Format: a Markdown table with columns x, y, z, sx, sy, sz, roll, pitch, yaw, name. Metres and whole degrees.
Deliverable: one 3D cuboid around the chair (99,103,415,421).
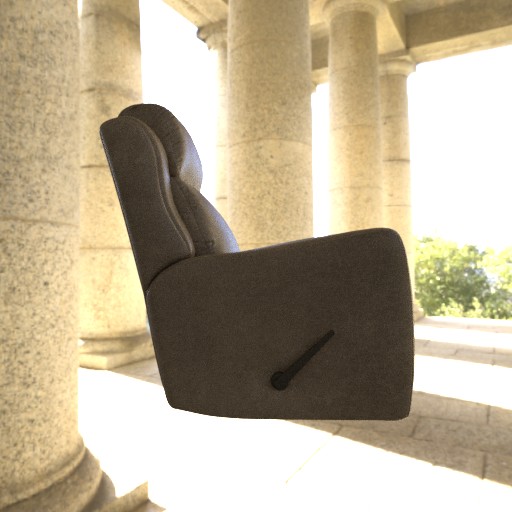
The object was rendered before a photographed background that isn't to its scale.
| x | y | z | sx | sy | sz | roll | pitch | yaw | name |
| --- | --- | --- | --- | --- | --- | --- | --- | --- | --- |
| 0.000 | 0.000 | 1.883 | 1.068 | 1.116 | 0.967 | 0 | -1 | 0 | chair |
